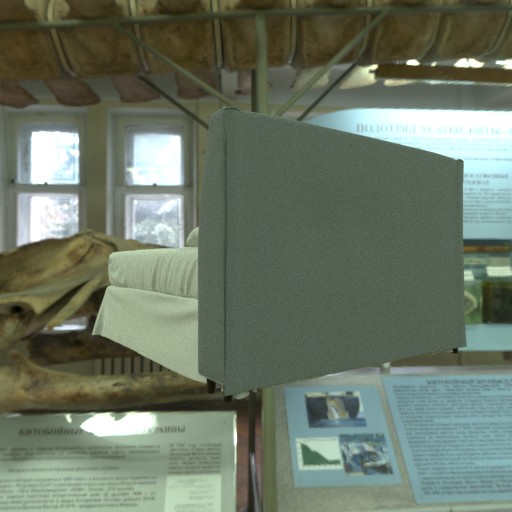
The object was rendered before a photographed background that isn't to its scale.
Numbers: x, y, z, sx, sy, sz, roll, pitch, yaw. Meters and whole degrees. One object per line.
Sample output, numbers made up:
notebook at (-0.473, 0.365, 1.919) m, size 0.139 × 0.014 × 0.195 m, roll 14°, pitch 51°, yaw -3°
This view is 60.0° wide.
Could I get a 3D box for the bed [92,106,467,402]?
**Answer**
bed at (0.000, 0.000, 3.391) m, size 1.925 × 1.332 × 2.276 m, roll 0°, pitch -1°, yaw -35°
